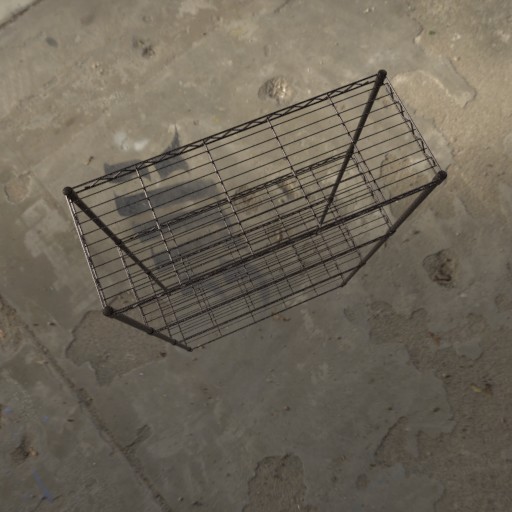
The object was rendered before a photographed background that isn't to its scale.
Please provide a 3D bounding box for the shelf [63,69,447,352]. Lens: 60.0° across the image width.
[{"bbox_3d":[0.000,0.000,1.764,0.907,1.361,0.352,-22,75,-6],"label":"shelf"}]
